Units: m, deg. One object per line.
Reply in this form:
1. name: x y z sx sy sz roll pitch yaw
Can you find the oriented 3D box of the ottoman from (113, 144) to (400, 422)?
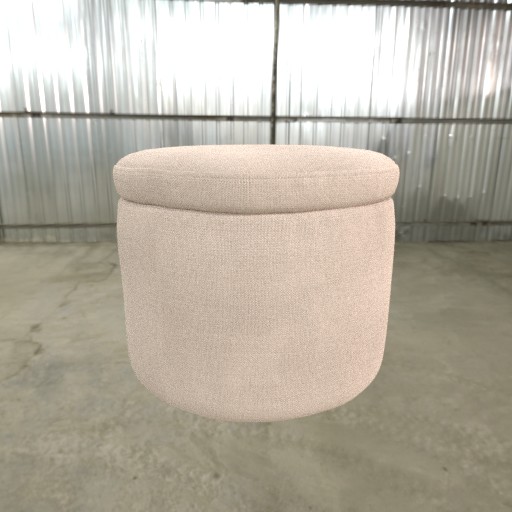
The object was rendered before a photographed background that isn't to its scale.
1. ottoman: 0.000 0.000 0.842 0.497 0.409 0.497 0 15 0
